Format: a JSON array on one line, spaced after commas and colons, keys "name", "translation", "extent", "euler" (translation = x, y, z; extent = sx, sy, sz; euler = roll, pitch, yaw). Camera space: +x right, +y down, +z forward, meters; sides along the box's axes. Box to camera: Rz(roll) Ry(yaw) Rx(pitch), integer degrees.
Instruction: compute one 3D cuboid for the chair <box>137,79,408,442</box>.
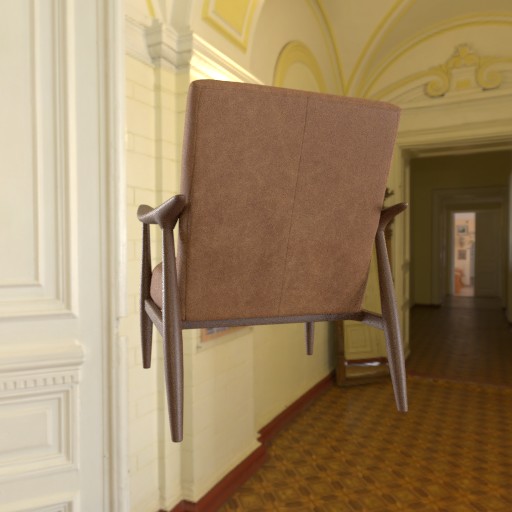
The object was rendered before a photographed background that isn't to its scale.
[{"name": "chair", "translation": [0.000, 0.000, 1.442], "extent": [0.741, 0.832, 0.798], "euler": [0, 1, -18]}]
